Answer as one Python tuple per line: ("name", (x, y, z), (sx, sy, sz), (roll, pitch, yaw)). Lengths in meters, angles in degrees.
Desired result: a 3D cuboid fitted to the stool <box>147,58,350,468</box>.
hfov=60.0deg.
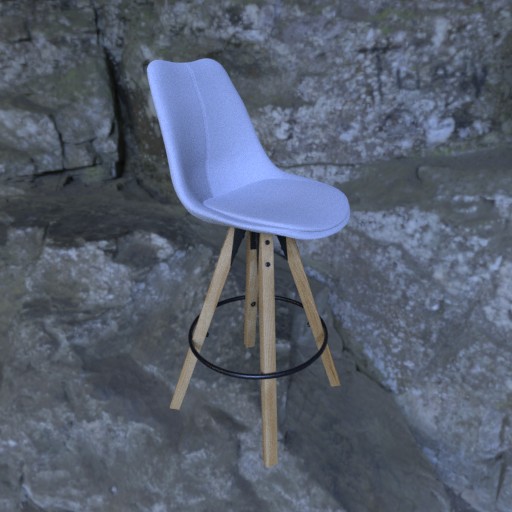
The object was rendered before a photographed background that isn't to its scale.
("stool", (0.000, 0.000, 1.384), (0.550, 1.115, 0.484), (17, 30, 32))
